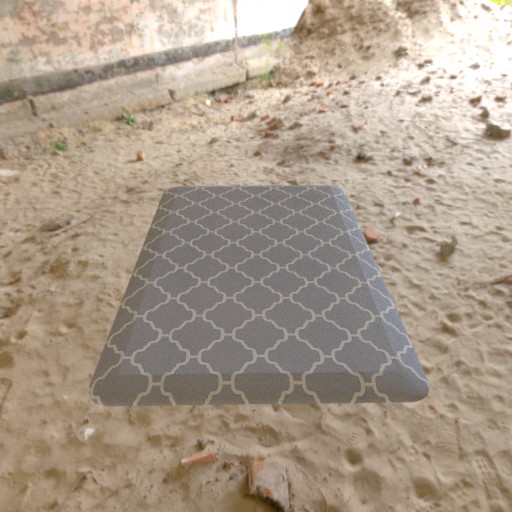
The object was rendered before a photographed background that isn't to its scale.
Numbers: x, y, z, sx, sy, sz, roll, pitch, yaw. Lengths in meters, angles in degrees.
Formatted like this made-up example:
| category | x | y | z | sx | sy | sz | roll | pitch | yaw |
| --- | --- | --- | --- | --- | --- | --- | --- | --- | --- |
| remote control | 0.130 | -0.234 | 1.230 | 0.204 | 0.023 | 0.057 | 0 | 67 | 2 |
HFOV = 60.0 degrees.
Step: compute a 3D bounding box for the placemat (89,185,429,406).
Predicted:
| category | x | y | z | sx | sy | sz | roll | pitch | yaw |
| --- | --- | --- | --- | --- | --- | --- | --- | --- | --- |
| placemat | 0.000 | 0.000 | 0.950 | 0.508 | 0.021 | 0.762 | 0 | 33 | -1 |
